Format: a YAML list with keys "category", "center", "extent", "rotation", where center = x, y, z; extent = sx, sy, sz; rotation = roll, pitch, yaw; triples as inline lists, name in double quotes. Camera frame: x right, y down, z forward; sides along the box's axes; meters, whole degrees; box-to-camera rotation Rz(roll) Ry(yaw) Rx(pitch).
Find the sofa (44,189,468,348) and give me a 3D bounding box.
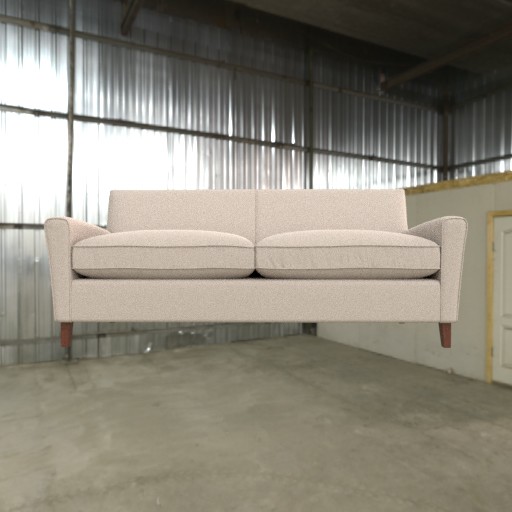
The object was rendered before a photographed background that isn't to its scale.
- category: "sofa"
  center: [0.000, 0.000, 2.484]
  extent: [2.000, 0.846, 0.875]
  rotation: [0, 1, 1]
